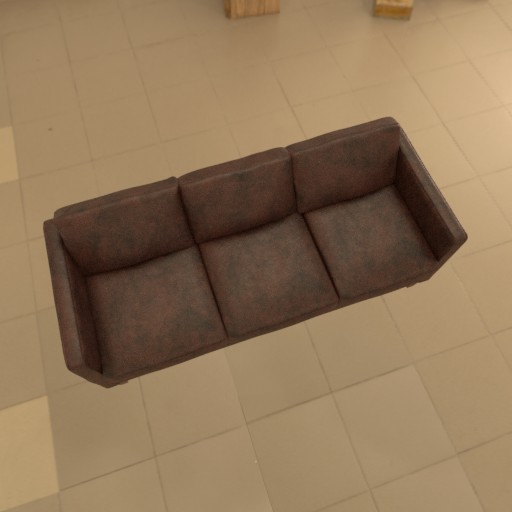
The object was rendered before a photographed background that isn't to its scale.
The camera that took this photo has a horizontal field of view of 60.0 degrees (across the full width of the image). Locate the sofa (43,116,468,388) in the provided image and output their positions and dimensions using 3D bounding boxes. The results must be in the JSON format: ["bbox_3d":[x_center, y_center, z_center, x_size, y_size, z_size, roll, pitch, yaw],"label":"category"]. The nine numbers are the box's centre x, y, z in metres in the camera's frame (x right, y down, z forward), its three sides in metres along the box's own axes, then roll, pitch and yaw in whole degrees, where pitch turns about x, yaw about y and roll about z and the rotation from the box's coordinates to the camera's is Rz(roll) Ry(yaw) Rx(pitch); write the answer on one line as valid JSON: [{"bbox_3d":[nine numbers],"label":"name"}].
[{"bbox_3d":[0.000,0.000,2.984,2.464,1.006,1.045,-17,66,-8],"label":"sofa"}]
